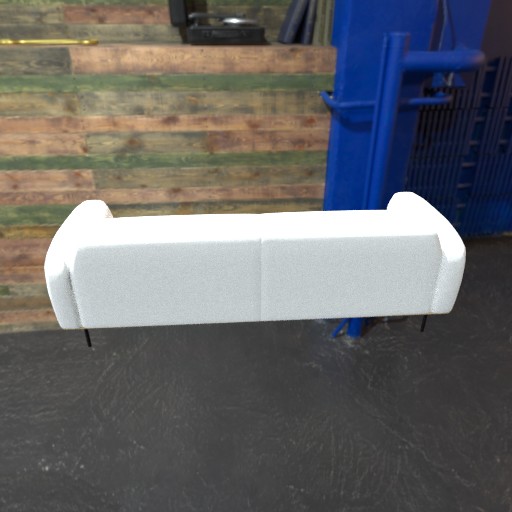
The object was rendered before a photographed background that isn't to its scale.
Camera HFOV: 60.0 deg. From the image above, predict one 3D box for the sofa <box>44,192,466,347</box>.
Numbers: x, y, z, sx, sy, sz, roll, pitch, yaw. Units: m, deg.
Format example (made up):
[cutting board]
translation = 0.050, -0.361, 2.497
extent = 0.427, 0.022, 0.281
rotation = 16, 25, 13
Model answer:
[sofa]
translation = 0.000, 0.000, 2.713
extent = 2.280, 0.780, 0.870
rotation = -2, 30, -3
